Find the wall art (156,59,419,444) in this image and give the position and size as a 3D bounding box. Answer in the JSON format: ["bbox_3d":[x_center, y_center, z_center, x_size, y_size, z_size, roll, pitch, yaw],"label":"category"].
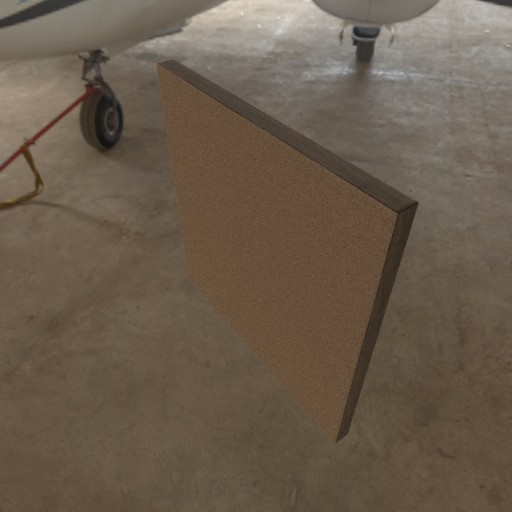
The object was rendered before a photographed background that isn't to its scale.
[{"bbox_3d":[0.000,0.000,1.124,0.050,0.751,0.749,-27,49,-26],"label":"wall art"}]
